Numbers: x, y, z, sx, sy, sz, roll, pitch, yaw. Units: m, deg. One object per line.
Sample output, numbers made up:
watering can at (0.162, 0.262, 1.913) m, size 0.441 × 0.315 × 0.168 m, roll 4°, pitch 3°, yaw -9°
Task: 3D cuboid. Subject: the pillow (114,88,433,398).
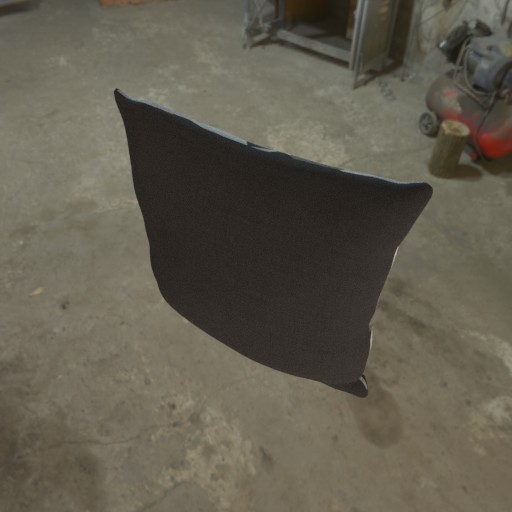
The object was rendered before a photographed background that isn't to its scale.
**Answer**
pillow at (0.000, 0.000, 0.762) m, size 0.503 × 0.496 × 0.208 m, roll 24°, pitch 51°, yaw 22°
